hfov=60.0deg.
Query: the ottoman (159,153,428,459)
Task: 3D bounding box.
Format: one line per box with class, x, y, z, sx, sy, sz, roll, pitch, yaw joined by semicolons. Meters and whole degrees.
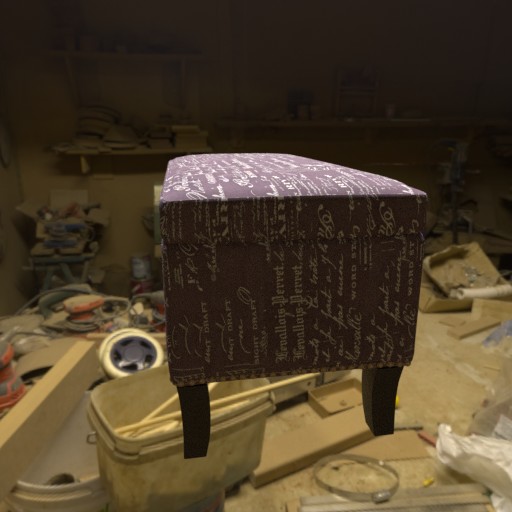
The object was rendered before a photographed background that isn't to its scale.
ottoman;0.000;0.000;1.056;0.406;0.457;0.813;-3;16;-9
